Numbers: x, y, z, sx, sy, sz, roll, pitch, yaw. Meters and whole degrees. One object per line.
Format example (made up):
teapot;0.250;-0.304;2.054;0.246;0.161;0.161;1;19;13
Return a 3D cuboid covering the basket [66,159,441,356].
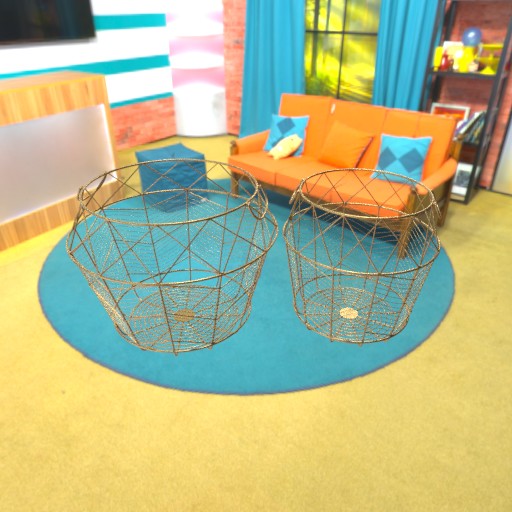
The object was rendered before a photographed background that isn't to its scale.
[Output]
basket;0.000;0.000;1.014;0.805;0.343;0.451;-1;30;-1
